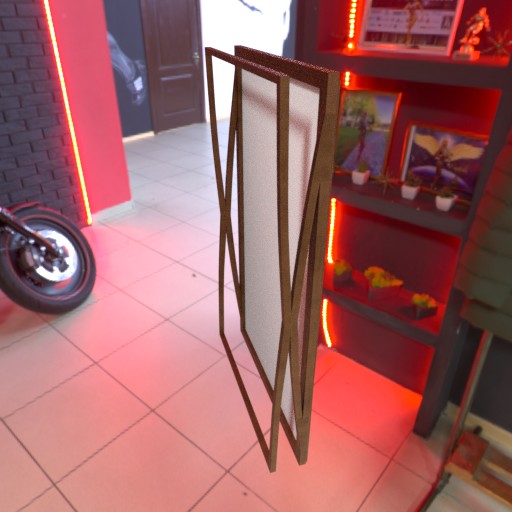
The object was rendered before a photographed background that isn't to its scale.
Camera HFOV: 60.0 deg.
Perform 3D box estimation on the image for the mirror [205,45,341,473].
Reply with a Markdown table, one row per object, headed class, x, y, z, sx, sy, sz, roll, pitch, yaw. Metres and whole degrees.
| class | x | y | z | sx | sy | sz | roll | pitch | yaw |
| --- | --- | --- | --- | --- | --- | --- | --- | --- | --- |
| mirror | 0.000 | 0.000 | 0.930 | 0.082 | 0.768 | 0.468 | -9 | 31 | -15 |
